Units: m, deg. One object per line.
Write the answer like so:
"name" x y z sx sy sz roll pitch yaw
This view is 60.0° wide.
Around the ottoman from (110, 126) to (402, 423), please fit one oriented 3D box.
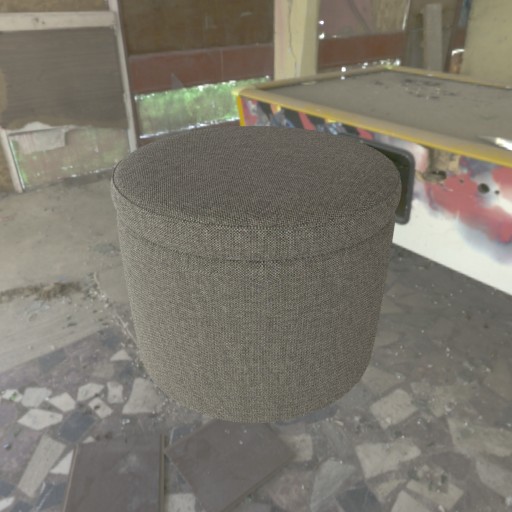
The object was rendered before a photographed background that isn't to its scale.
"ottoman" 0.000 0.000 0.908 0.520 0.430 0.520 0 31 0
